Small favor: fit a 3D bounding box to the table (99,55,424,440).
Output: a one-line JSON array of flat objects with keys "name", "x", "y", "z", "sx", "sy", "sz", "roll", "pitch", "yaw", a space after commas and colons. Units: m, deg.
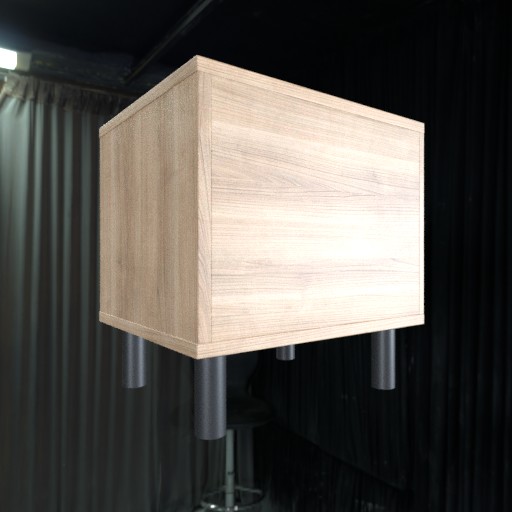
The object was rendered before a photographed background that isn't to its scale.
[{"name": "table", "x": 0.000, "y": 0.000, "z": 0.791, "sx": 0.445, "sy": 0.460, "sz": 0.380, "roll": 0, "pitch": 0, "yaw": -36}]
